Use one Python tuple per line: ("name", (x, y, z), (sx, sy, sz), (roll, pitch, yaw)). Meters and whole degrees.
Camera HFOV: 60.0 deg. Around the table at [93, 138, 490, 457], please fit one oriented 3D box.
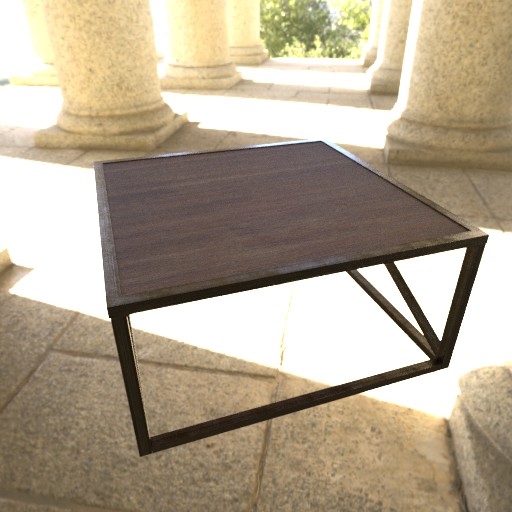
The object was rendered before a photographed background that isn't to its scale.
("table", (0.000, 0.000, 1.445), (0.909, 0.451, 0.899), (-10, 32, -16))
